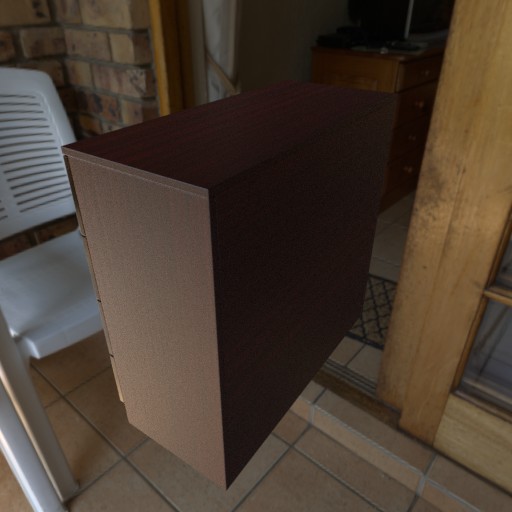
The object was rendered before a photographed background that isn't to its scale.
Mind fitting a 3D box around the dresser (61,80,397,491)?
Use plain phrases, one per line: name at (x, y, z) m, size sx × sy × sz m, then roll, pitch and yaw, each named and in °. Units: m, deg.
dresser at (0.000, 0.000, 1.144) m, size 0.360 × 0.720 × 0.750 m, roll 20°, pitch 37°, yaw 29°
